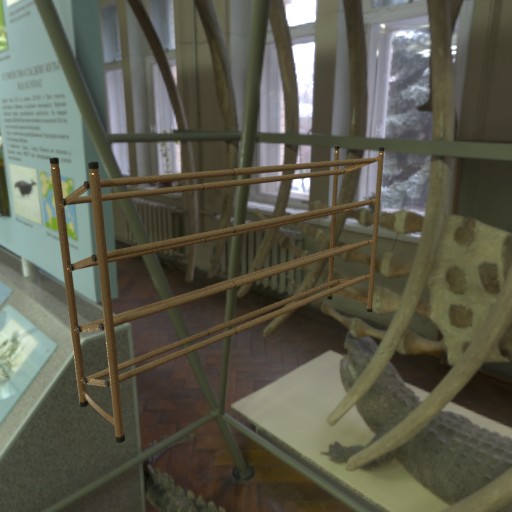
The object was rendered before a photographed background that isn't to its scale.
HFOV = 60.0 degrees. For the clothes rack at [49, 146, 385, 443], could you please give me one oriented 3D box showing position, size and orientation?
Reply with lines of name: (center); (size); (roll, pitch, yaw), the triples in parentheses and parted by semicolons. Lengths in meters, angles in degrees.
clothes rack: (0.000, 0.000, 1.458); (1.168, 0.672, 0.229); (-15, 22, -43)
